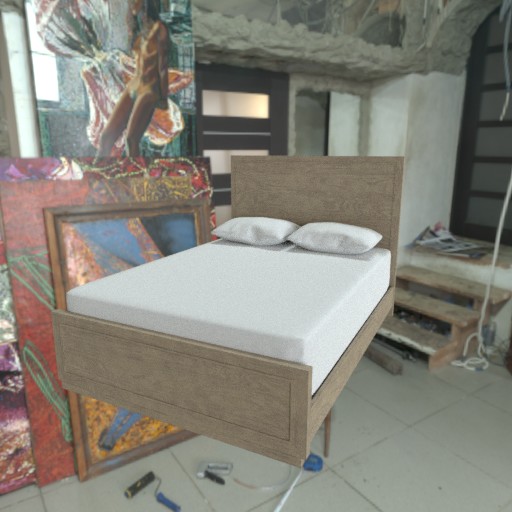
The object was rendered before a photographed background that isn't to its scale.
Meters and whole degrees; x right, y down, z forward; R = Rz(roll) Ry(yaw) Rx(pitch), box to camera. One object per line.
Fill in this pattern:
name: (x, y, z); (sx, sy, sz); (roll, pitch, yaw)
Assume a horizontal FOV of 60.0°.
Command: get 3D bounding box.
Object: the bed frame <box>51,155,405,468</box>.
bed frame: (0.000, 0.000, 3.160); (1.606, 1.369, 2.189); (7, 15, 26)
